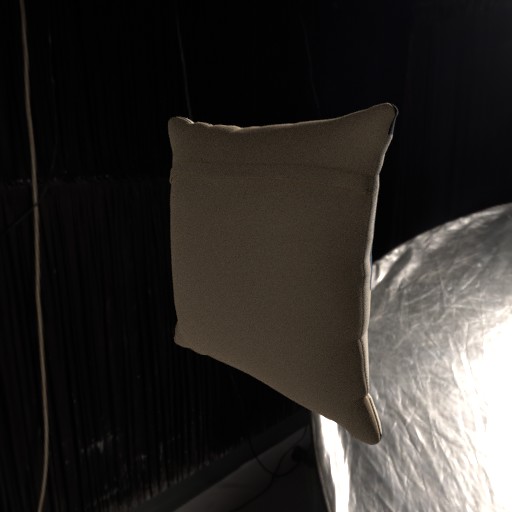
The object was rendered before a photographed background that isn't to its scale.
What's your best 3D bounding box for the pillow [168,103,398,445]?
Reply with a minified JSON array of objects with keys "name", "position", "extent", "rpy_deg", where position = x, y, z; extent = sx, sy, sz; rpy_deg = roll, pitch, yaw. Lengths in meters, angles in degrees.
[{"name":"pillow","position":[0.000,0.000,0.801],"extent":[0.229,0.506,0.536],"rpy_deg":[-12,18,-43]}]
